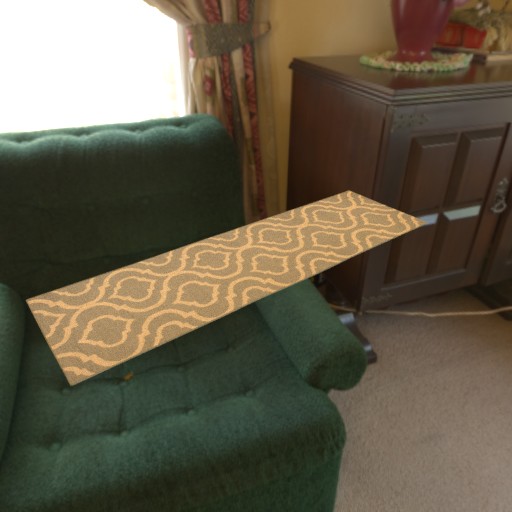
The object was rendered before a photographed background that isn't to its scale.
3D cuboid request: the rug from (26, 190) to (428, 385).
[{"bbox_3d":[0.000,0.000,2.493,2.275,0.009,0.684,-21,37,-31],"label":"rug"}]
